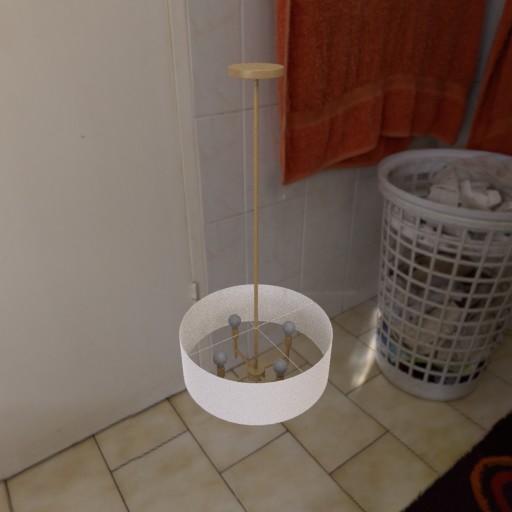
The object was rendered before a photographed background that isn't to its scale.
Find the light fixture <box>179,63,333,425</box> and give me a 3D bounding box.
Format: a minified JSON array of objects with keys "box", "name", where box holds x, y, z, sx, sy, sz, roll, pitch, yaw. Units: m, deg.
[{"box":[0.000,0.000,1.346,0.508,1.067,0.508,0,30,0],"name":"light fixture"}]
